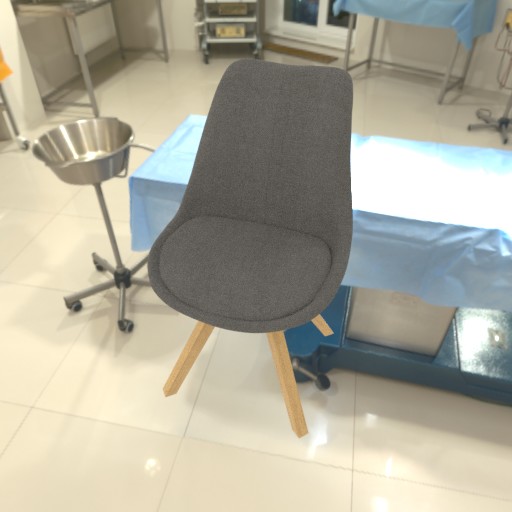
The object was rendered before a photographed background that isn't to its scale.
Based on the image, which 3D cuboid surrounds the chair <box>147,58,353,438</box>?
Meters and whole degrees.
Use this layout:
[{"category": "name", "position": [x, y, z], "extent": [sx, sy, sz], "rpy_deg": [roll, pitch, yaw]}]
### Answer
[{"category": "chair", "position": [0.000, 0.000, 1.186], "extent": [0.485, 0.850, 0.550], "rpy_deg": [12, 41, 14]}]
